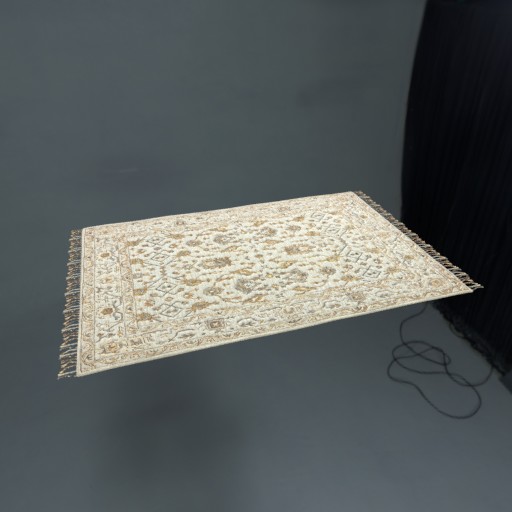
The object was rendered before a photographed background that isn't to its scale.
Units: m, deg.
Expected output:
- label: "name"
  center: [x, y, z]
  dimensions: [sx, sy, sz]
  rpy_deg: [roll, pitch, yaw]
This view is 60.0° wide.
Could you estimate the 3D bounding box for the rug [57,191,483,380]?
- label: "rug"
  center: [0.000, 0.000, 2.994]
  dimensions: [2.434, 0.027, 1.529]
  rpy_deg: [-10, 33, -15]
